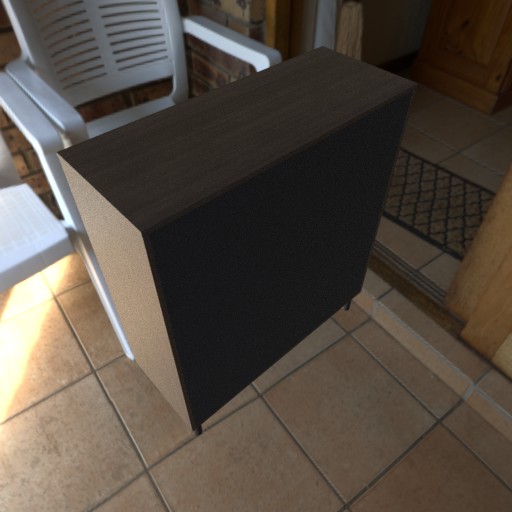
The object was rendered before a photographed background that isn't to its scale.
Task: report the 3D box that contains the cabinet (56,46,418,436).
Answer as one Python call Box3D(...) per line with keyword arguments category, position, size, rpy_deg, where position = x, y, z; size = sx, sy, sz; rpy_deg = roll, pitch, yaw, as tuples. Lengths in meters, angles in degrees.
Box3D(category="cabinet", position=(0.000, 0.000, 1.684), size=(1.010, 1.170, 0.400), rpy_deg=(-33, 55, -28))
